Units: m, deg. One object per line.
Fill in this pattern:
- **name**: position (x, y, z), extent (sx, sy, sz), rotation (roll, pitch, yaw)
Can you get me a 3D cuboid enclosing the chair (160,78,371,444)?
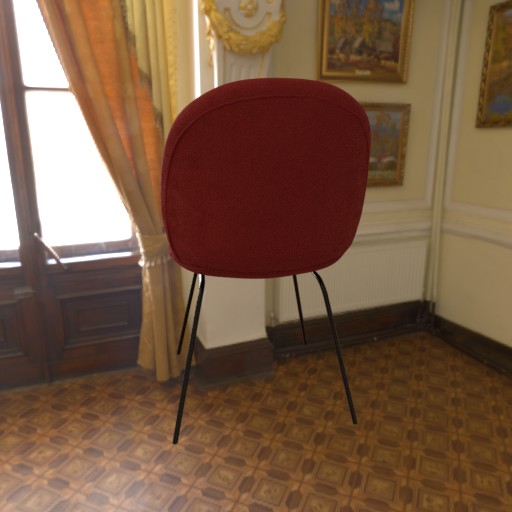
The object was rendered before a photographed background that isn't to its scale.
- **chair**: position (0.000, 0.000, 1.145), extent (0.458, 0.791, 0.587), rotation (-2, 15, -9)
